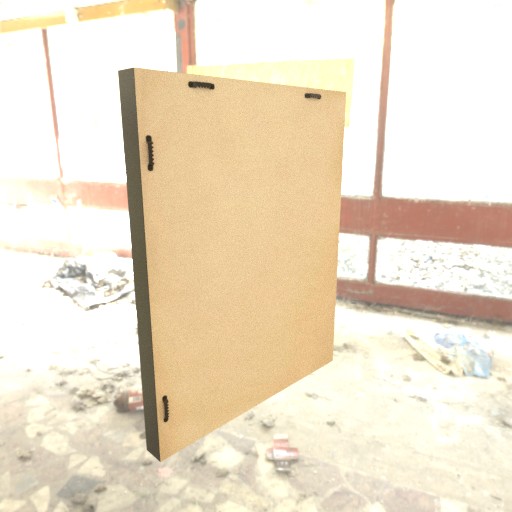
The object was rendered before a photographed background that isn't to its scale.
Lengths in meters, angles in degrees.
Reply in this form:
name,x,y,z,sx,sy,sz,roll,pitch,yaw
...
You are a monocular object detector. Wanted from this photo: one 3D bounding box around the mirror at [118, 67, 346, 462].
name,x,y,z,sx,sy,sz,roll,pitch,yaw
mirror,0.000,0.000,0.696,0.406,0.509,0.041,-15,21,-43
